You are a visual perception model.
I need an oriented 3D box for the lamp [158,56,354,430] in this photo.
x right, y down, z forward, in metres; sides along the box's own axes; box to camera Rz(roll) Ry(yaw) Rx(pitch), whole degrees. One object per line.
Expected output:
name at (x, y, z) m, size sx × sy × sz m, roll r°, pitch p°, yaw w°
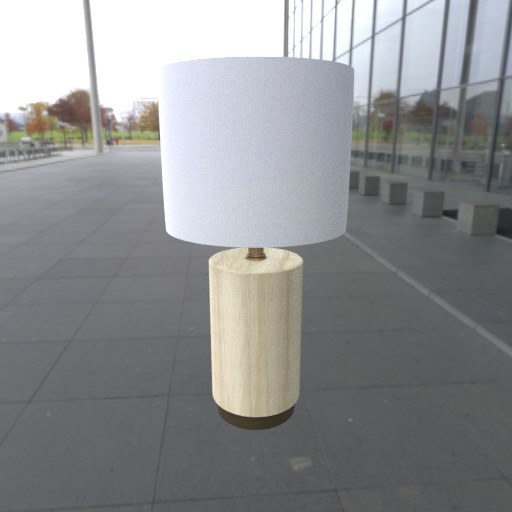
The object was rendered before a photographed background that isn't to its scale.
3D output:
lamp at (0.000, 0.000, 0.577) m, size 0.228 × 0.444 × 0.228 m, roll 2°, pitch 15°, yaw 9°
